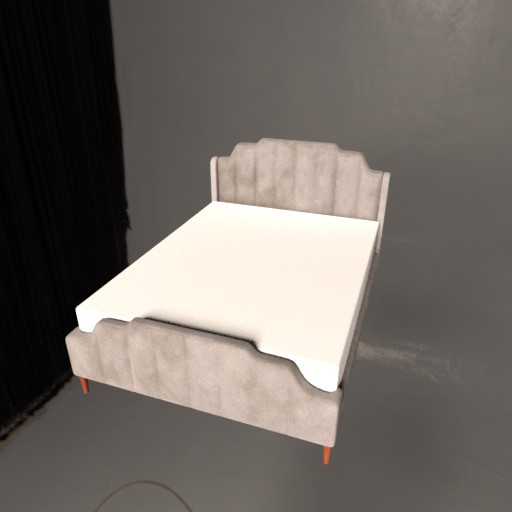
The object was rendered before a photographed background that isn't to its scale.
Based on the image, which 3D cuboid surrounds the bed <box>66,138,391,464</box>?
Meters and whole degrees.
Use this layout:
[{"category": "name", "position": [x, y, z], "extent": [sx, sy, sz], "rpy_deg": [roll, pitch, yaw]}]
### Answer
[{"category": "bed", "position": [0.000, 0.000, 3.323], "extent": [1.676, 1.245, 2.340], "rpy_deg": [9, 28, 17]}]
